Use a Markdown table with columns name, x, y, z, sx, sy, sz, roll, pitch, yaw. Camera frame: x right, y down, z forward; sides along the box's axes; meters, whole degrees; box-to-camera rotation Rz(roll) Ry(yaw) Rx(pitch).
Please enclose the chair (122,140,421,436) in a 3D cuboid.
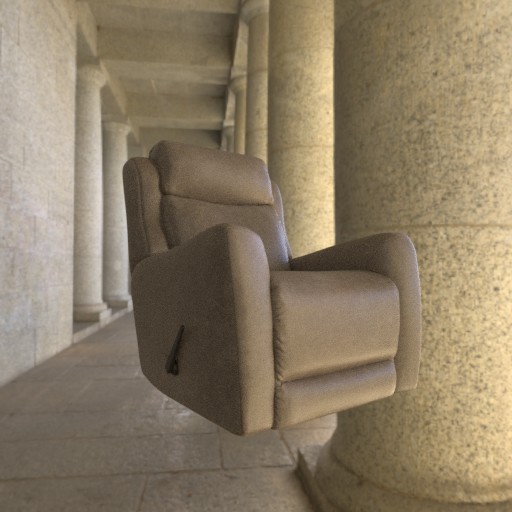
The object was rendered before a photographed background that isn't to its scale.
| name | x | y | z | sx | sy | sz | roll | pitch | yaw |
| --- | --- | --- | --- | --- | --- | --- | --- | --- | --- |
| chair | 0.000 | 0.000 | 1.952 | 0.967 | 1.116 | 1.068 | 1 | -2 | -36 |
